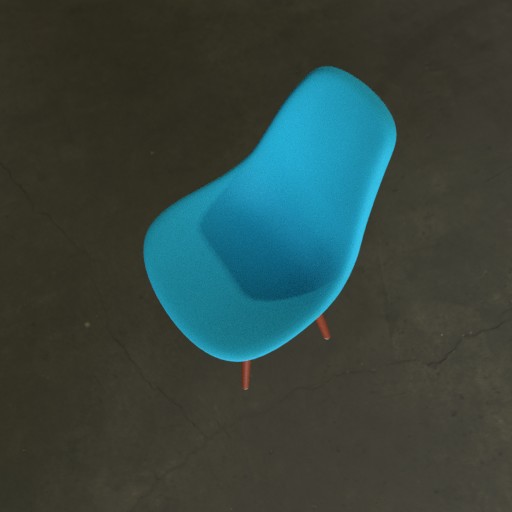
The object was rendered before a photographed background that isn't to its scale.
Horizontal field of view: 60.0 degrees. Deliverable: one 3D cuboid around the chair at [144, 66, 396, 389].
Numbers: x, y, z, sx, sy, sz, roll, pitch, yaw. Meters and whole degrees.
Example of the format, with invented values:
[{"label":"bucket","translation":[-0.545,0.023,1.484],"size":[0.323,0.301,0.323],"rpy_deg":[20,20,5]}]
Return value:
[{"label":"chair","translation":[0.000,0.000,1.148],"size":[0.533,0.826,0.470],"rpy_deg":[-33,68,-15]}]
